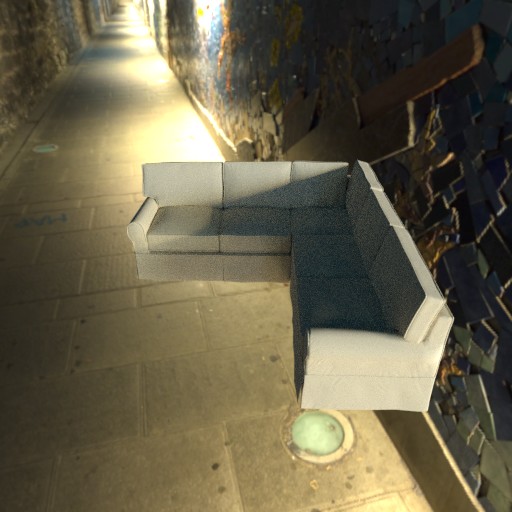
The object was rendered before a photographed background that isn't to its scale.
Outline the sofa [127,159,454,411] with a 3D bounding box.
[{"bbox_3d":[0.000,0.000,4.062,2.591,1.070,2.597,1,31,1],"label":"sofa"}]
